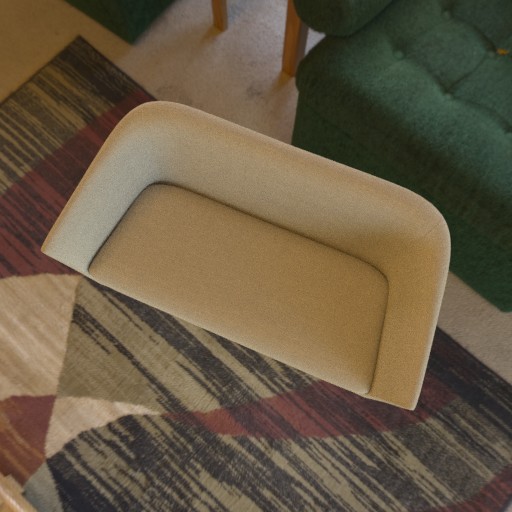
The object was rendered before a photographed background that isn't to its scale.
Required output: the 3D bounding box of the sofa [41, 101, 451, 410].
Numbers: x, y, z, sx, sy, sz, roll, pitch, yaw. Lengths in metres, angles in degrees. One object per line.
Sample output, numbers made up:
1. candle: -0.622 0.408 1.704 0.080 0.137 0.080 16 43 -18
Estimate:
1. sofa: 0.000 0.000 1.853 1.452 0.721 0.705 22 77 6
